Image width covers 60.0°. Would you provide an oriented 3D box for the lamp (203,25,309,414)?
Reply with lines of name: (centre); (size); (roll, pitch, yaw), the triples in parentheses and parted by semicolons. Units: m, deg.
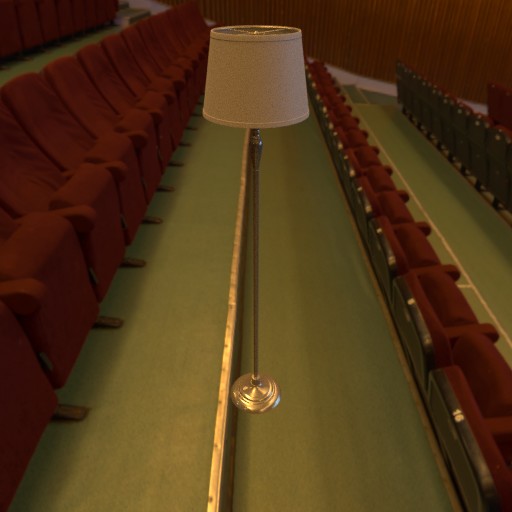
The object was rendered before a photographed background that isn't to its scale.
lamp: (0.000, 0.000, 1.650); (0.327, 1.506, 0.327); (0, 33, 0)
